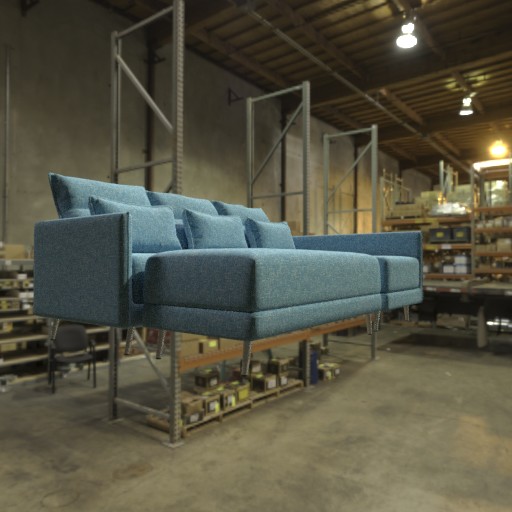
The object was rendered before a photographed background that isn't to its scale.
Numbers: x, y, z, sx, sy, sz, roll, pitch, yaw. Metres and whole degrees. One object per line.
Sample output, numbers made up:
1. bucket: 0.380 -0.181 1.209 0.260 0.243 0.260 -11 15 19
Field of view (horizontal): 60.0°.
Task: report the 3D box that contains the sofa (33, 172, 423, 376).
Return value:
1. sofa: 0.000 0.000 2.720 1.420 0.899 2.034 -1 -1 37
